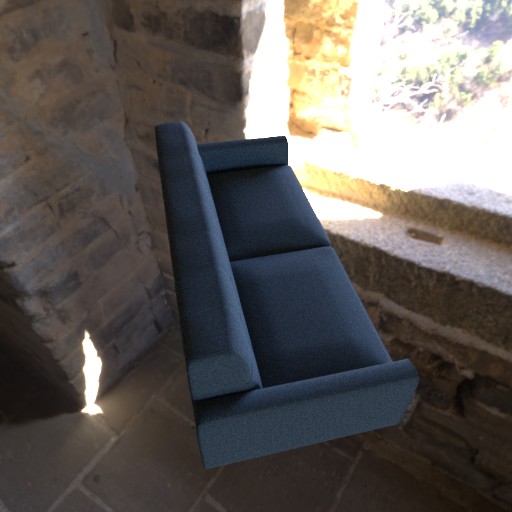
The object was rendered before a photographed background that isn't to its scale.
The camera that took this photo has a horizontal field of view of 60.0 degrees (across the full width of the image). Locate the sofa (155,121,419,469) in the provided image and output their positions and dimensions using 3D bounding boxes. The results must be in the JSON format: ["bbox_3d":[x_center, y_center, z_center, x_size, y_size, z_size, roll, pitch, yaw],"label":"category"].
[{"bbox_3d":[0.000,0.000,2.557,0.942,0.884,2.055,-9,45,-9],"label":"sofa"}]
